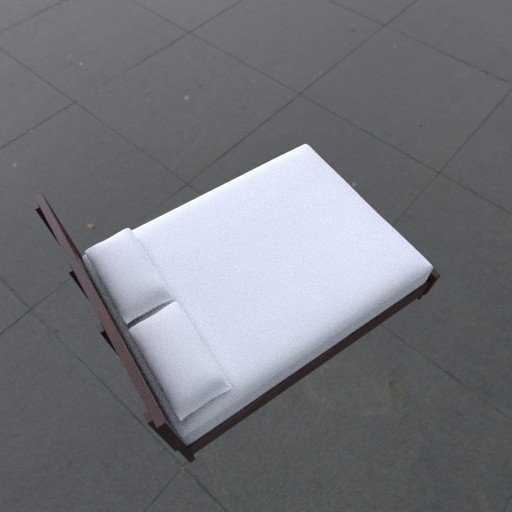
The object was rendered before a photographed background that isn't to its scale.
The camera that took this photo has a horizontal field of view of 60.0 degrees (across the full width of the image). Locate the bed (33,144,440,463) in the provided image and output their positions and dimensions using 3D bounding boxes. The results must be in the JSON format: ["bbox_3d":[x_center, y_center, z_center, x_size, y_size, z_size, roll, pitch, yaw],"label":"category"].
[{"bbox_3d":[0.000,0.000,3.976,2.803,1.492,2.040,-30,63,-17],"label":"bed"}]
